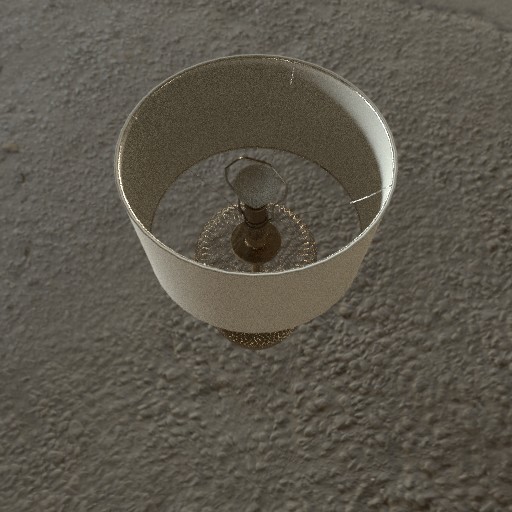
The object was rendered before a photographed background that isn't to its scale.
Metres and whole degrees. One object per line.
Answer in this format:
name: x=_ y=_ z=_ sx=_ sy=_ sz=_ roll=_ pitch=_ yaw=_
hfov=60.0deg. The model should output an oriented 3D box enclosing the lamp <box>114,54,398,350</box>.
lamp: x=0.000 y=0.000 z=0.811 sx=0.353 sy=0.578 sz=0.353 roll=0 pitch=63 yaw=0
